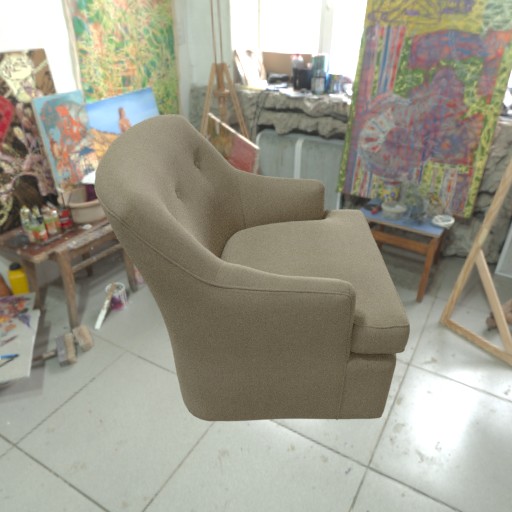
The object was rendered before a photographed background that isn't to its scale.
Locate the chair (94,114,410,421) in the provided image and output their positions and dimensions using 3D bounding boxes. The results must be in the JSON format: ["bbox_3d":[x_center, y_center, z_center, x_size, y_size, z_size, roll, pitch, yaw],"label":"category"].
[{"bbox_3d":[0.000,0.000,1.592,0.923,0.856,0.864,0,32,1],"label":"chair"}]
